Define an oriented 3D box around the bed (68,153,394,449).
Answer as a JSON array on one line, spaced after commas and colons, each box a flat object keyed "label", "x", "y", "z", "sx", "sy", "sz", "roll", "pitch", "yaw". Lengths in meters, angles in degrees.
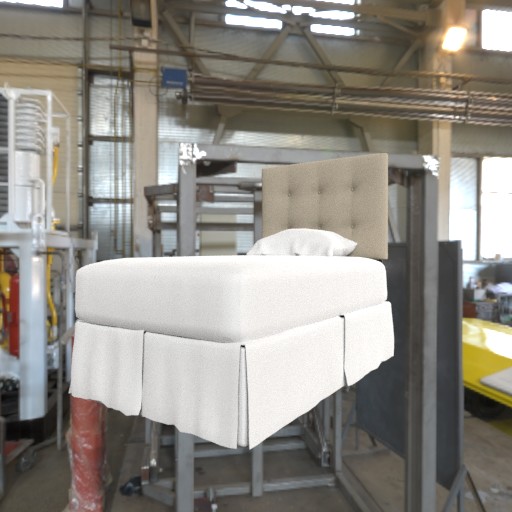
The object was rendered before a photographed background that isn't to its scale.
[{"label": "bed", "x": 0.000, "y": 0.000, "z": 2.932, "sx": 1.261, "sy": 1.571, "sz": 1.997, "roll": 0, "pitch": 1, "yaw": 34}]
